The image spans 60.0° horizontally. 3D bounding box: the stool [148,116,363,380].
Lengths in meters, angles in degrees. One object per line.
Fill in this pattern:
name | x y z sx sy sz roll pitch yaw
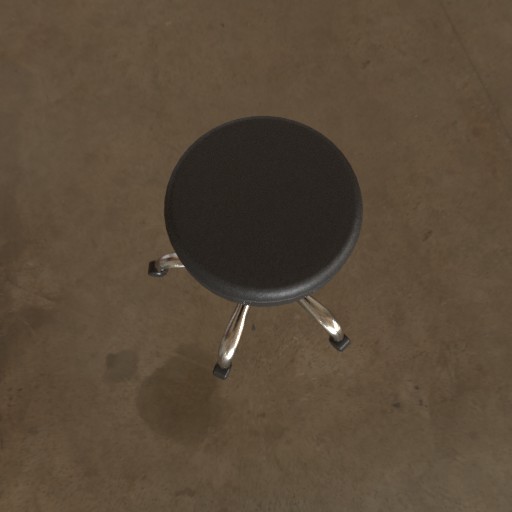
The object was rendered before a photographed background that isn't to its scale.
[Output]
stool | 0.000 0.000 1.141 0.673 0.576 0.638 20 75 6
